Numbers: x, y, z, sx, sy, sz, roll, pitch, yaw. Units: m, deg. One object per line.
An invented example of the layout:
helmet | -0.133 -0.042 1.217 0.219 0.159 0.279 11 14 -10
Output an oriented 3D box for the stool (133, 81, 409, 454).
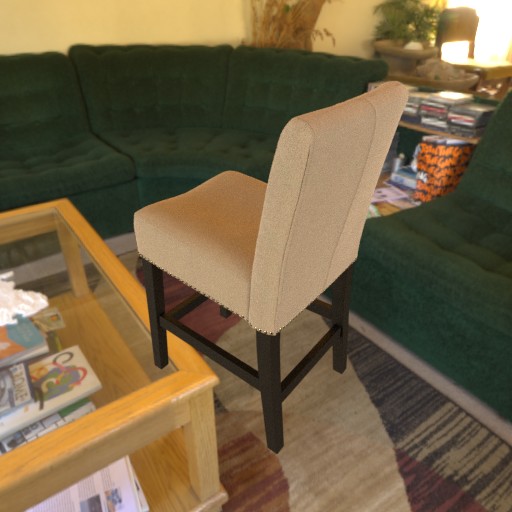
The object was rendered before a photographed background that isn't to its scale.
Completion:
stool | 0.000 0.000 1.189 0.571 0.885 0.427 22 38 31
